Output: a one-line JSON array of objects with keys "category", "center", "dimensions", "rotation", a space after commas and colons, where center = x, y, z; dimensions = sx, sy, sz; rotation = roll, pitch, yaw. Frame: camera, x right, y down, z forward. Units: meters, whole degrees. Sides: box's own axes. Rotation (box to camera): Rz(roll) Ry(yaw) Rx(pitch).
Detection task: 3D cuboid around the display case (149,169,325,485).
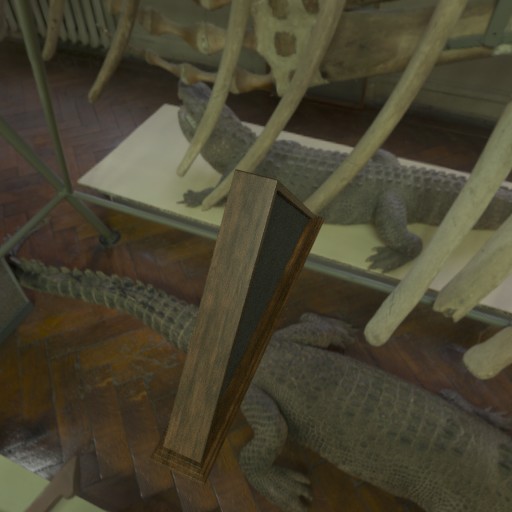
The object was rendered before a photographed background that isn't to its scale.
[{"category": "display case", "center": [0.000, 0.000, 0.757], "dimensions": [0.095, 0.340, 0.640], "rotation": [17, 49, 15]}]
